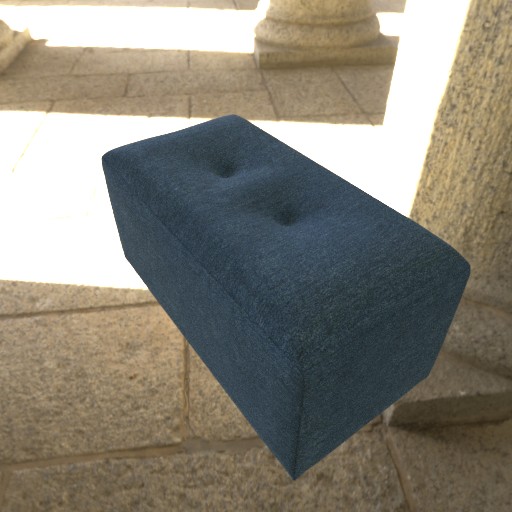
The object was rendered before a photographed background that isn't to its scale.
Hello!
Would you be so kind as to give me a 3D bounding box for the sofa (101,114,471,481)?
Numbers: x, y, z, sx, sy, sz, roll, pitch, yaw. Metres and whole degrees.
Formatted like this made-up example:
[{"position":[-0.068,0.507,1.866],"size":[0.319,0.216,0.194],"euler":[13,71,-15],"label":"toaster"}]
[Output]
[{"position":[0.000,0.000,1.210],"size":[0.480,0.470,0.930],"euler":[-25,47,-26],"label":"sofa"}]
